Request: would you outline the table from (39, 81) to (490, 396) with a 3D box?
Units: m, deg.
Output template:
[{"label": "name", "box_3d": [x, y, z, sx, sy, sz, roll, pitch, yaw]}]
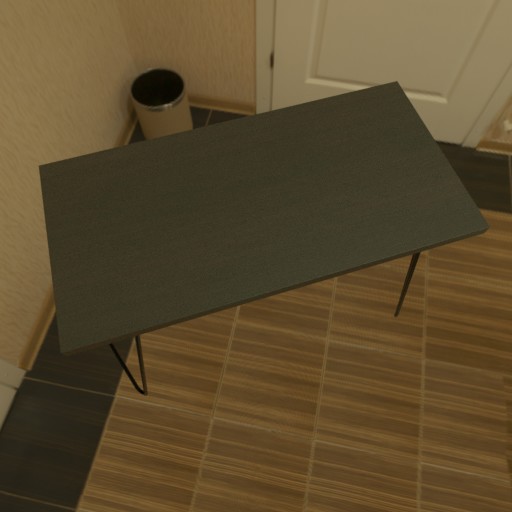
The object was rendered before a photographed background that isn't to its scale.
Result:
[{"label": "table", "box_3d": [0.000, 0.000, 1.371, 0.991, 0.660, 0.499, -16, 65, -8]}]
